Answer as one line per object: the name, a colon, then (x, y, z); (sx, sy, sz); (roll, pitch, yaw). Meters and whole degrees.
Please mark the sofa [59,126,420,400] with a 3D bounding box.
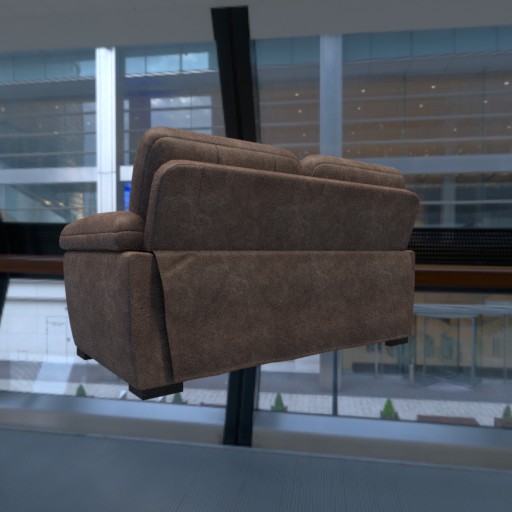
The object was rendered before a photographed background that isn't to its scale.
sofa: (0.000, 0.000, 2.352); (1.753, 0.991, 0.991); (-1, 1, -37)
